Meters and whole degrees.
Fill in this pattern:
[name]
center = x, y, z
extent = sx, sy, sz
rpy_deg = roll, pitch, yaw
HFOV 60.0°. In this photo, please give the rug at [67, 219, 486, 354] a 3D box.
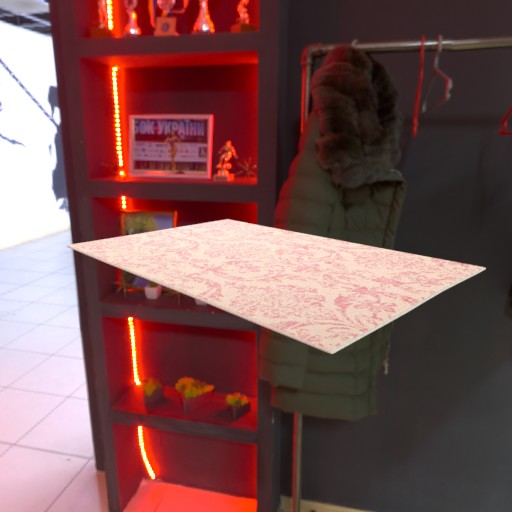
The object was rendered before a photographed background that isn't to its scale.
[rug]
center = 0.000, 0.000, 2.298
extent = 1.219, 0.012, 1.839
rpy_deg = -14, 20, -43
